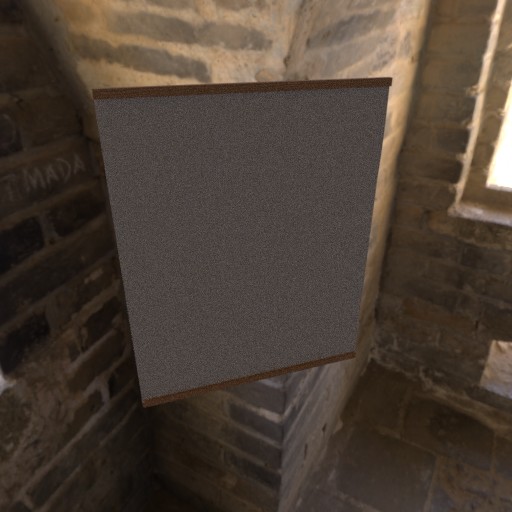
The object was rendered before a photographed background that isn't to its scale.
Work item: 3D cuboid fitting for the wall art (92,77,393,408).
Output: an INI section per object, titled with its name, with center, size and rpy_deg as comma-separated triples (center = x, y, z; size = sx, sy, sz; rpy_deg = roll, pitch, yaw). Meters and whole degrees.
[wall art]
center = 0.000, 0.000, 0.691
size = 0.404, 0.507, 0.010
rpy_deg = -9, 29, -16
